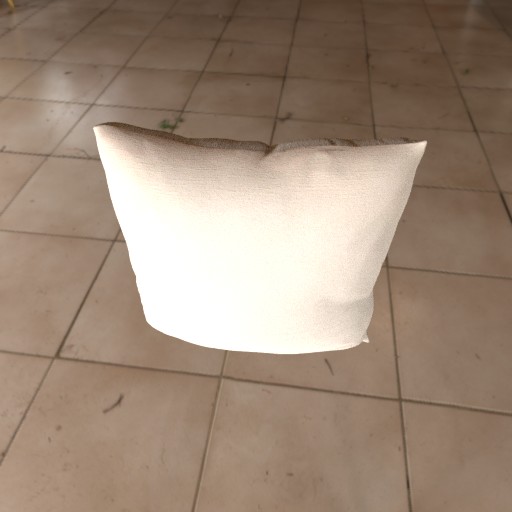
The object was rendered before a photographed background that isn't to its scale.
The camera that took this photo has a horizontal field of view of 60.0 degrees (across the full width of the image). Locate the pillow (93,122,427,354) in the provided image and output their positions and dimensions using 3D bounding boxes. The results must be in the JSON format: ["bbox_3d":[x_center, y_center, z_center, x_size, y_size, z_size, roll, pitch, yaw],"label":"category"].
[{"bbox_3d":[0.000,0.000,0.732,0.450,0.448,0.245,5,46,5],"label":"pillow"}]
